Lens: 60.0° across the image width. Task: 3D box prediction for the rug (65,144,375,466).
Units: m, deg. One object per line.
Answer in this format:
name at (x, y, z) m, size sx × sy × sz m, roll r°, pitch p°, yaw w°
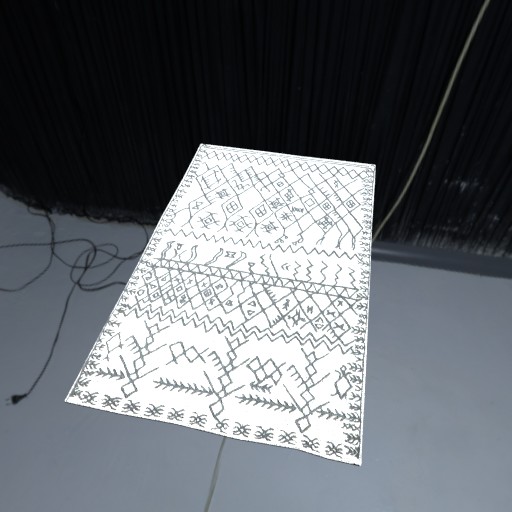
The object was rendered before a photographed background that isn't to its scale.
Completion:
rug at (0.000, 0.000, 3.013) m, size 1.530 × 0.012 × 2.444 m, roll 9°, pitch 48°, yaw 8°
